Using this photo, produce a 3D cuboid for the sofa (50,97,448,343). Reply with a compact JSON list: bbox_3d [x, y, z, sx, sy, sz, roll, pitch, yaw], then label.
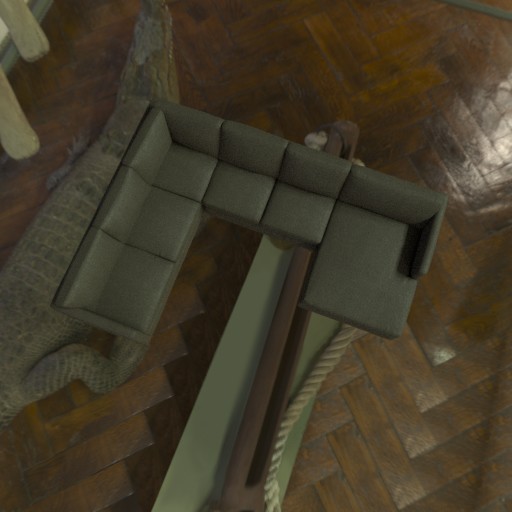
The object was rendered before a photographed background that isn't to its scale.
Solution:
[{"bbox_3d":[0.000,0.000,4.784,3.460,0.961,2.594,20,76,5],"label":"sofa"}]
